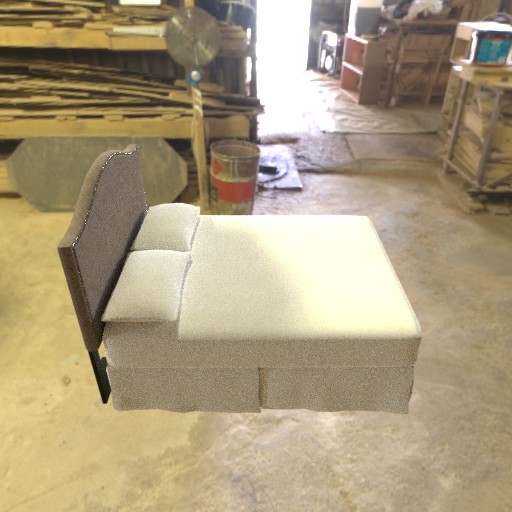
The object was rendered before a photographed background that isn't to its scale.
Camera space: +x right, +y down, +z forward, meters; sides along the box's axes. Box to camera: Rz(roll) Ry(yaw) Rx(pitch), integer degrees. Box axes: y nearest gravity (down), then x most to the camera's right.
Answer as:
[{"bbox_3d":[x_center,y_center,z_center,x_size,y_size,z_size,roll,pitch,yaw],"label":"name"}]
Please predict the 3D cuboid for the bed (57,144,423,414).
[{"bbox_3d":[0.000,0.000,3.319,2.153,1.518,1.713,0,33,0],"label":"bed"}]
